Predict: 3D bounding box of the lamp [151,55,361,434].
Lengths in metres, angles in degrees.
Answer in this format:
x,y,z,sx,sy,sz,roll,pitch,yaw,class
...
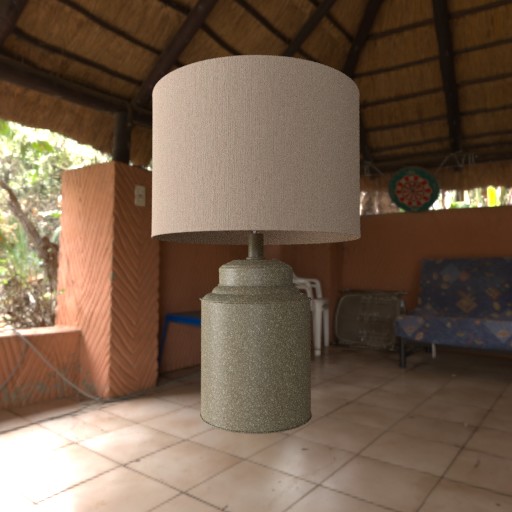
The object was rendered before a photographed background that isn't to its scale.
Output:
x,y,z,sx,sy,sz,roll,pitch,yaw,class
0.000,0.000,0.691,0.318,0.486,0.318,0,-2,0,lamp
